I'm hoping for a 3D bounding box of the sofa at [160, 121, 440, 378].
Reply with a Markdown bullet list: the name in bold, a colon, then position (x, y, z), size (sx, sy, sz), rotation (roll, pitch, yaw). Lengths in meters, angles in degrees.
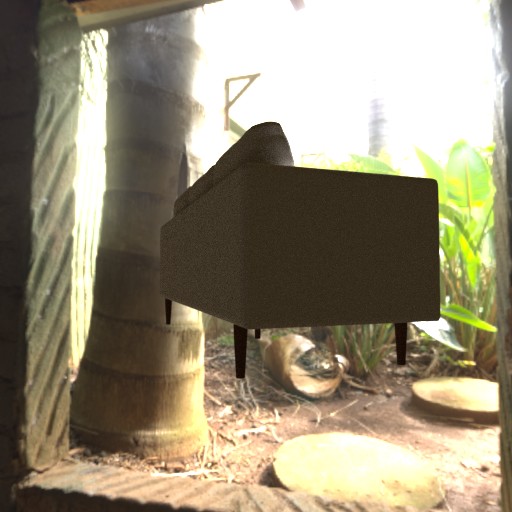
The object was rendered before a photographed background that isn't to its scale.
- **sofa**: position (0.000, 0.000, 2.464), size (0.802, 0.912, 2.029), rotation (1, -2, -19)
